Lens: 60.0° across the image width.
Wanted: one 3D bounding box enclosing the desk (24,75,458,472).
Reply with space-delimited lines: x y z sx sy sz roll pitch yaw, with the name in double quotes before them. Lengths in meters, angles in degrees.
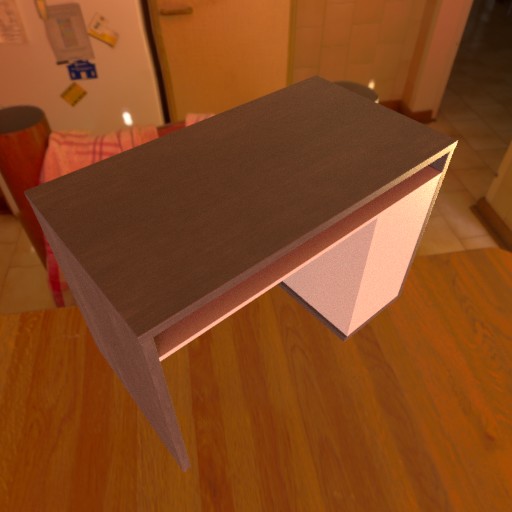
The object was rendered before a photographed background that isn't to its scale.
"desk" 0.000 0.000 1.526 1.100 0.750 0.600 -31 53 -27
